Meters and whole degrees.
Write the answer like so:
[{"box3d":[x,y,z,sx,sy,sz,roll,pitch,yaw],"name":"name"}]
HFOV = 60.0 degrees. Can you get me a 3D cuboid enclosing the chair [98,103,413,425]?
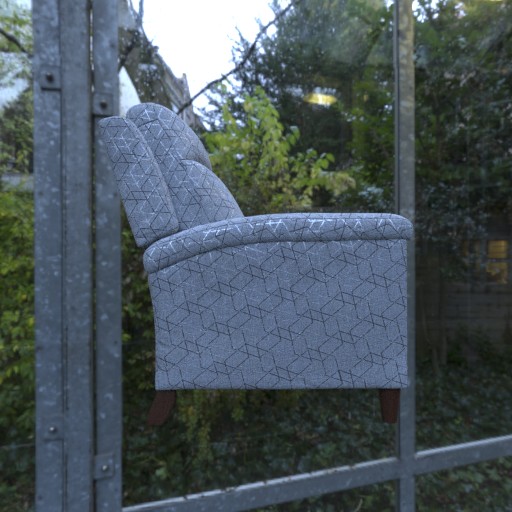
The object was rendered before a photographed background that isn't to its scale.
[{"box3d":[0.000,0.000,1.713,0.987,1.048,0.753,0,0,1],"name":"chair"}]
